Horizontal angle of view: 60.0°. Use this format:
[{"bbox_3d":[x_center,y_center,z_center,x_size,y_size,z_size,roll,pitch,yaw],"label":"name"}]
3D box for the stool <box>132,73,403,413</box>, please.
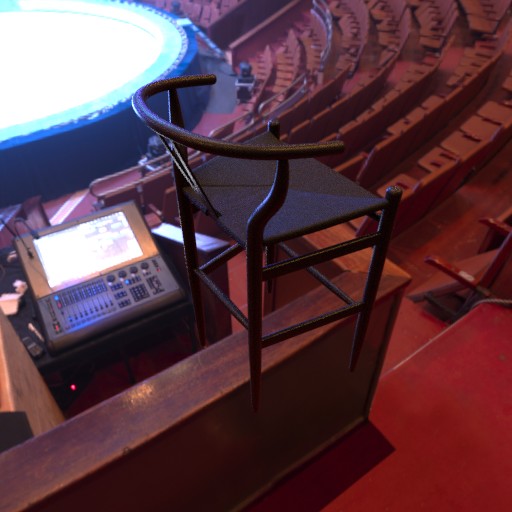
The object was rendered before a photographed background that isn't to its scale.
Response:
[{"bbox_3d":[0.000,0.000,1.410,0.579,1.072,0.569,-25,47,-26],"label":"stool"}]
